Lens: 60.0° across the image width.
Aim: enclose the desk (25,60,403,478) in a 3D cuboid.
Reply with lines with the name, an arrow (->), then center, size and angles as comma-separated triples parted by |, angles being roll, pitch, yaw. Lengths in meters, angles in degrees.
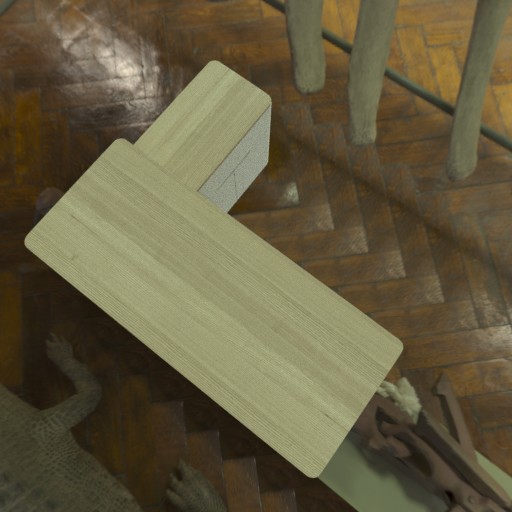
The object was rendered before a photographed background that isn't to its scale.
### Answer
desk -> 0.000, 0.000, 2.098 | 1.400, 0.770, 1.175 | 37, 79, 8
